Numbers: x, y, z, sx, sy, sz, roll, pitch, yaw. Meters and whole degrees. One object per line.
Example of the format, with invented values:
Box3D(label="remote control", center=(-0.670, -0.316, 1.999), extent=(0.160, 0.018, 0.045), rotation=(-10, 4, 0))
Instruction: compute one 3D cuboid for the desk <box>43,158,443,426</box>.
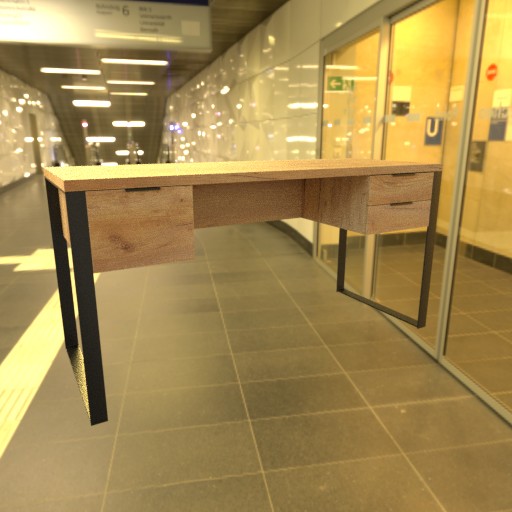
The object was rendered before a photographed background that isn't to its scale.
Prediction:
Box3D(label="desk", center=(0.000, 0.000, 1.895), extent=(1.520, 0.760, 0.600), rotation=(-8, 17, -28))
